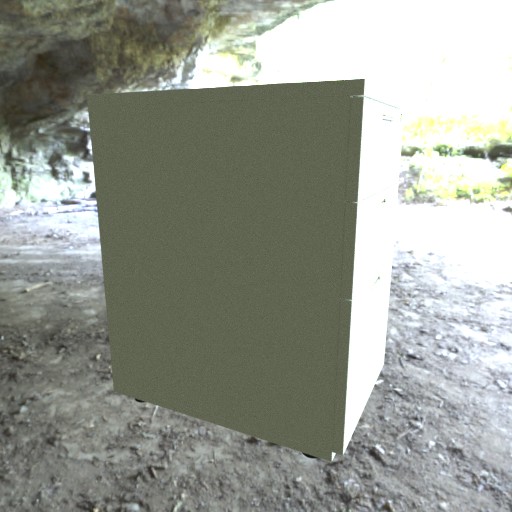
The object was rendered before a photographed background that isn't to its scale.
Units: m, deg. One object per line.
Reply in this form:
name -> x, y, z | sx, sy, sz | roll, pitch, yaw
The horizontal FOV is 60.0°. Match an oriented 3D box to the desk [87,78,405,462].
desk -> 0.000, 0.000, 1.075 | 0.600, 0.730, 0.404 | 7, 16, 25
